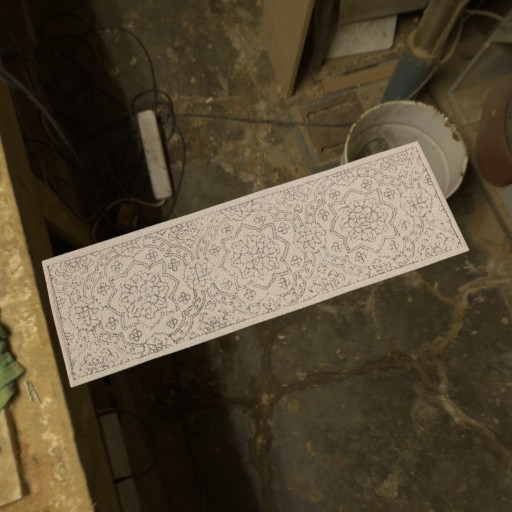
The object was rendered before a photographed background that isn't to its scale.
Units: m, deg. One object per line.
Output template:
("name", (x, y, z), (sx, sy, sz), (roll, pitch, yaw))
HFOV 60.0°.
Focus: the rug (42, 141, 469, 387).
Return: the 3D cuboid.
("rug", (0.000, 0.000, 2.650), (2.448, 0.012, 0.769), (-18, 77, -4))
